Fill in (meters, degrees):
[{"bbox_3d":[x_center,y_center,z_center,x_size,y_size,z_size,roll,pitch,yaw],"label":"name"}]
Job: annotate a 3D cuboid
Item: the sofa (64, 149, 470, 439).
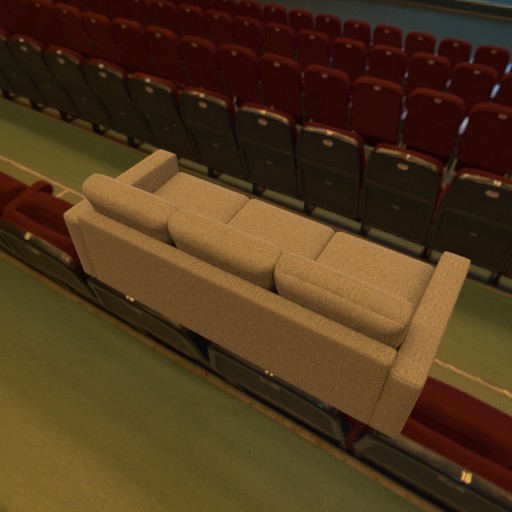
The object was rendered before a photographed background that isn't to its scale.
[{"bbox_3d":[0.000,0.000,2.552,2.120,0.800,0.900,23,49,22],"label":"sofa"}]
